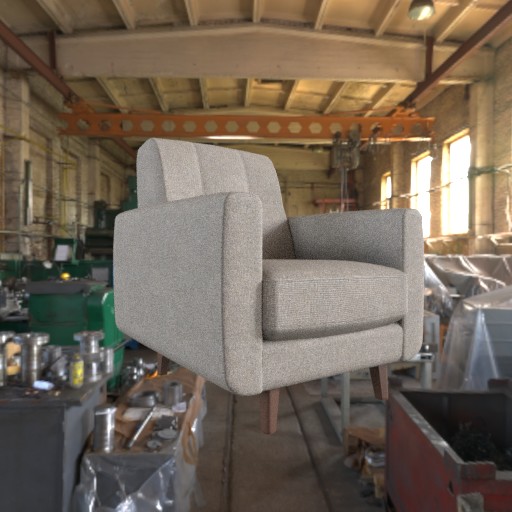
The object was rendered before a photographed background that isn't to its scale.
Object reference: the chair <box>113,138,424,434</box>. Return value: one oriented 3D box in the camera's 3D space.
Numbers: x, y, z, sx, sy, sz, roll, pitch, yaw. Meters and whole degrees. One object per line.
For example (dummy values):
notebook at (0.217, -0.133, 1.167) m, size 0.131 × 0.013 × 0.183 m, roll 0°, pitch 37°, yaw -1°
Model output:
chair at (0.000, 0.000, 1.689) m, size 0.845 × 0.968 × 0.942 m, roll 0°, pitch 0°, yaw -36°
